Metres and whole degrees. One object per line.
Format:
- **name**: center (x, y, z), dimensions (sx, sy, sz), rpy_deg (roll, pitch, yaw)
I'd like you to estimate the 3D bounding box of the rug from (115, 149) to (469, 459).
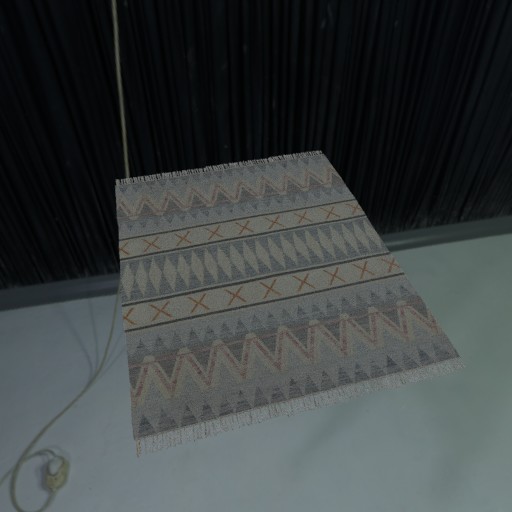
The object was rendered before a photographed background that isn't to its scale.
- **rug**: center (0.000, 0.000, 3.942), dimensions (2.371, 0.012, 3.000), rpy_deg (-11, 46, -10)
